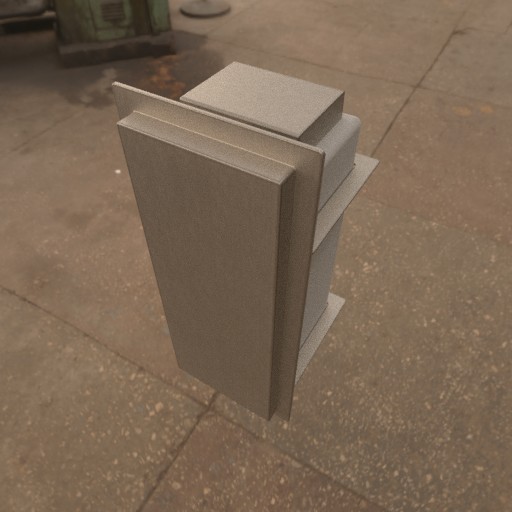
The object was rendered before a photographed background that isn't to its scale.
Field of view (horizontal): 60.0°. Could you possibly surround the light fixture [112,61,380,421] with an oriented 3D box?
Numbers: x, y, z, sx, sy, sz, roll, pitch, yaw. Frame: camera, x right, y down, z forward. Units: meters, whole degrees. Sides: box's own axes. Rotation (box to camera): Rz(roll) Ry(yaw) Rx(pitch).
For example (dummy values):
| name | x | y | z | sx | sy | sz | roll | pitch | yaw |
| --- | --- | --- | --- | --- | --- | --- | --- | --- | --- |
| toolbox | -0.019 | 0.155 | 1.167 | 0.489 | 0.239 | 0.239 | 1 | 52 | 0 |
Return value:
| name | x | y | z | sx | sy | sz | roll | pitch | yaw |
| --- | --- | --- | --- | --- | --- | --- | --- | --- | --- |
| light fixture | 0.000 | 0.000 | 0.461 | 0.168 | 0.380 | 0.160 | 24 | 51 | 21 |
